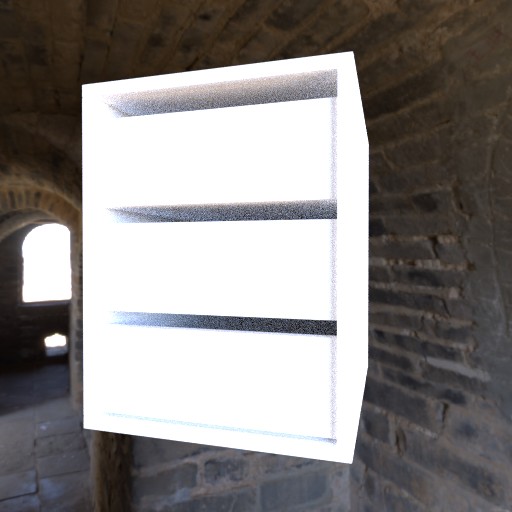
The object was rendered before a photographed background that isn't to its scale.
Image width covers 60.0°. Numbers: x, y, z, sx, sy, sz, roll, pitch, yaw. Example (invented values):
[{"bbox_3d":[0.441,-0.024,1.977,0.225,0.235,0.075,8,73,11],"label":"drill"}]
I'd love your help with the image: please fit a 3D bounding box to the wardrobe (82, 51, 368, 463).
[{"bbox_3d":[0.000,0.000,0.854,0.400,0.520,0.500,0,1,16],"label":"wardrobe"}]
